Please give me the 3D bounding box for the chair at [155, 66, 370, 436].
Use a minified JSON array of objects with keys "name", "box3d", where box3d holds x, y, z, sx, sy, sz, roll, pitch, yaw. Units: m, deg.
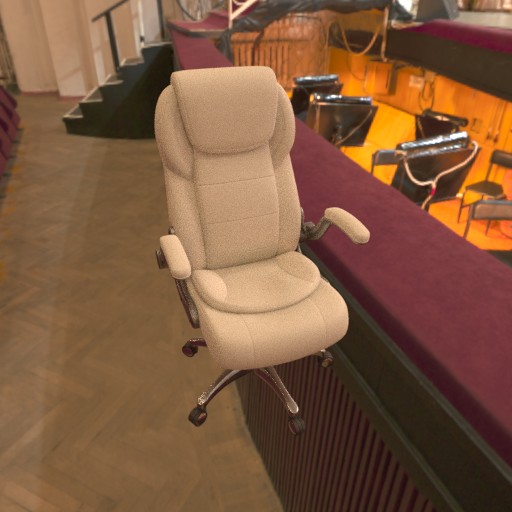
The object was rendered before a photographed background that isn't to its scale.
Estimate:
[{"name":"chair","box3d":[0.000,0.000,1.799,0.755,1.330,0.806,-11,33,-17]}]
